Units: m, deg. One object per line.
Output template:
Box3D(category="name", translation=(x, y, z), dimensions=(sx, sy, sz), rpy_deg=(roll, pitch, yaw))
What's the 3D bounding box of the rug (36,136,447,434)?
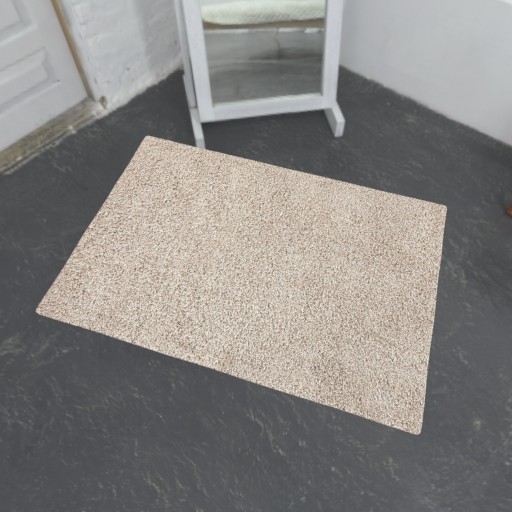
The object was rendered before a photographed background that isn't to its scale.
Box3D(category="rug", translation=(0.000, 0.000, 2.233), dimensions=(1.778, 0.030, 1.219), rpy_deg=(15, 60, 9))
